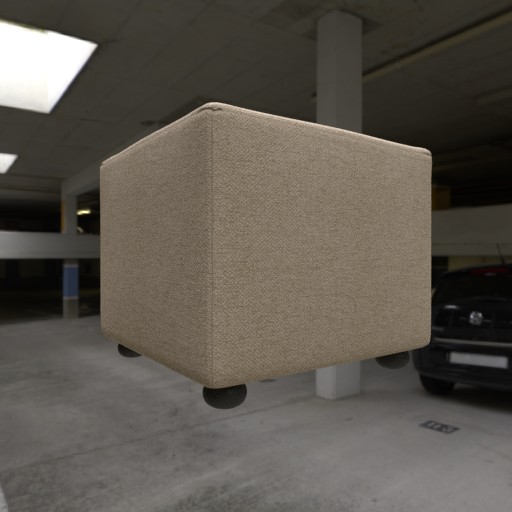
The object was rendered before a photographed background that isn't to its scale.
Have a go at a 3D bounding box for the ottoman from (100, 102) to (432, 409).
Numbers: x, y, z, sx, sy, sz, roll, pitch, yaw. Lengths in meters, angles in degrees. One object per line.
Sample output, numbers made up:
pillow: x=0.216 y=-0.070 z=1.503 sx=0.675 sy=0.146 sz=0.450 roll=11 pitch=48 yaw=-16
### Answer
ottoman: x=0.000 y=0.000 z=0.910 sx=0.508 sy=0.432 sz=0.508 roll=0 pitch=0 yaw=-35
